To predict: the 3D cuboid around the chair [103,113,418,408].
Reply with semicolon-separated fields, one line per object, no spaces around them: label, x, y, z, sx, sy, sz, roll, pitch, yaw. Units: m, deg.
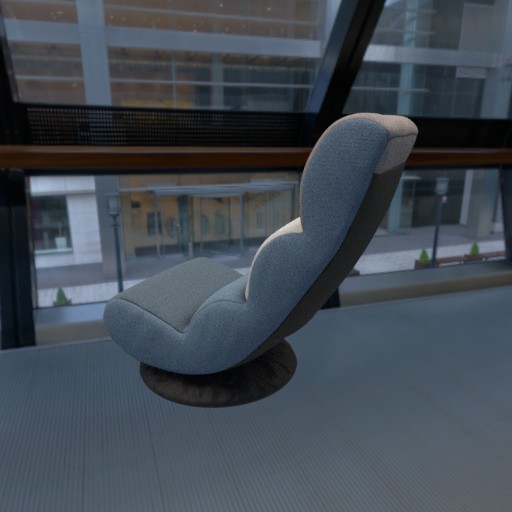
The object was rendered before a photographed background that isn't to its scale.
chair;0.000;0.000;1.066;0.661;0.641;0.420;7;17;24
